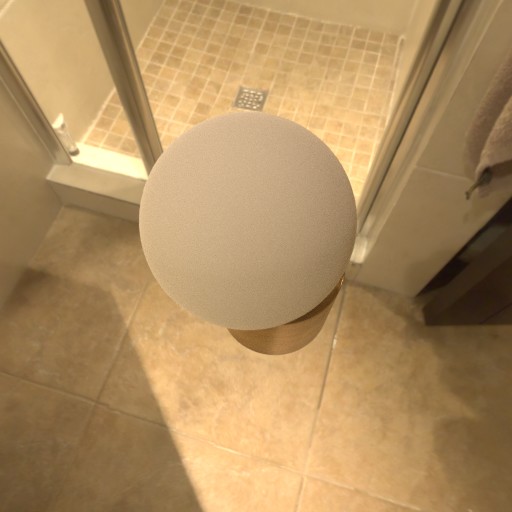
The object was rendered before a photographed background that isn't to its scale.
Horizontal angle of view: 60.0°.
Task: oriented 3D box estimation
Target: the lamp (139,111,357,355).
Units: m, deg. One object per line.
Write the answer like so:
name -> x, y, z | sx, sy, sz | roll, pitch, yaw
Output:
lamp -> 0.000, 0.000, 0.346 | 0.152, 0.250, 0.141 | -19, 66, -9
